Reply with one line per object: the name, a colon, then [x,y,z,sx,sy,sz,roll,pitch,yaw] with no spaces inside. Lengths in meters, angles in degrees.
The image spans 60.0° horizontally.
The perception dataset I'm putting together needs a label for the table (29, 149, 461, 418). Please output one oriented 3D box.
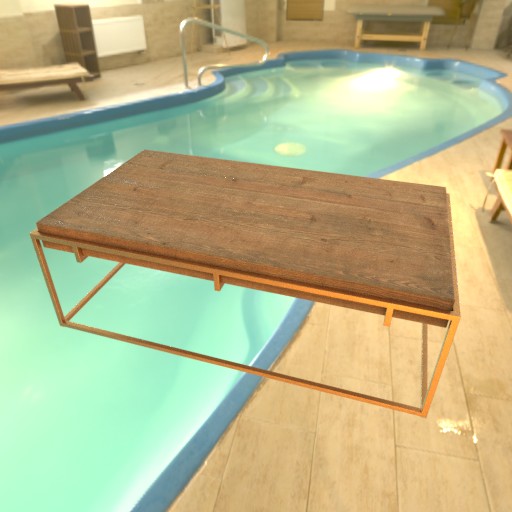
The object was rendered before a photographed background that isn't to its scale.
table: [0.000,0.000,1.762,1.387,0.468,0.775,10,35,15]
